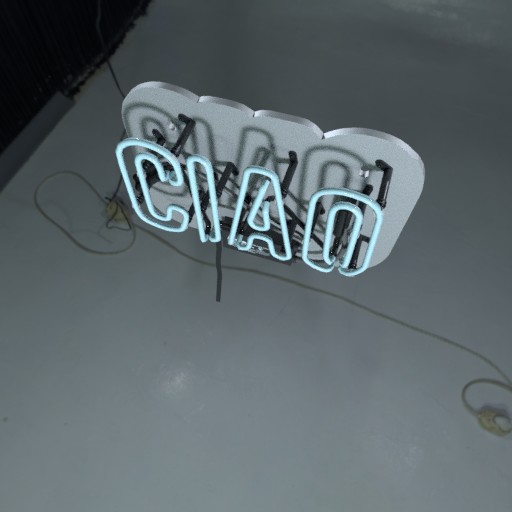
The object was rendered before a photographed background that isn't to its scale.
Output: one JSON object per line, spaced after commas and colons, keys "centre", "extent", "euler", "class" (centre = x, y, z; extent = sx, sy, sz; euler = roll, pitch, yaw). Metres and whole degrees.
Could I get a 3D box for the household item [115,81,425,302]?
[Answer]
{"centre": [0.000, 0.000, 0.387], "extent": [0.211, 0.294, 0.042], "euler": [16, 61, 9], "class": "household item"}
